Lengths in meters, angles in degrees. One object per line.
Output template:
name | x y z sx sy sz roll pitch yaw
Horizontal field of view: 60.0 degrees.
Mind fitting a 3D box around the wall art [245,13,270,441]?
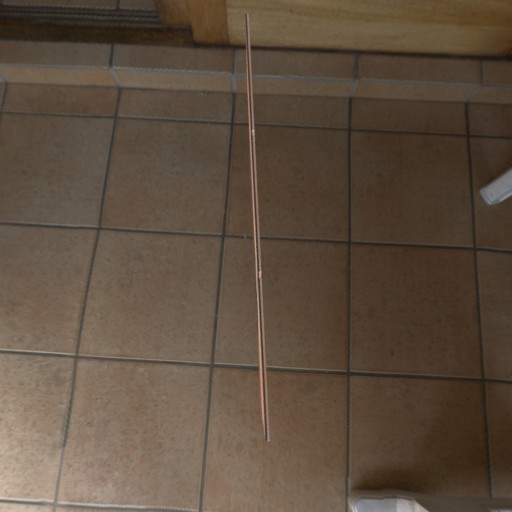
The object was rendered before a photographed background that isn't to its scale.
wall art | 0.000 0.000 2.240 0.013 1.525 1.520 -3 76 -1
